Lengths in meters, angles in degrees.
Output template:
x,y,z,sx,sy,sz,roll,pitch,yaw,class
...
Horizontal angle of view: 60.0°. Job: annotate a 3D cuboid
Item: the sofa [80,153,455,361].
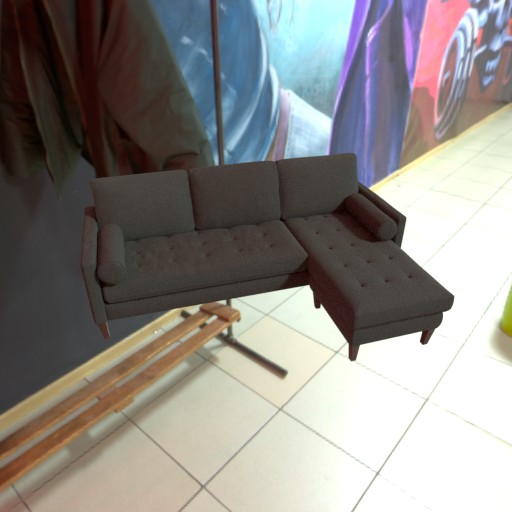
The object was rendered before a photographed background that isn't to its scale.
x,y,z,sx,sy,sz,roll,pitch,yaw,class
0.000,0.000,2.972,2.178,0.876,1.506,-9,33,-14,sofa
